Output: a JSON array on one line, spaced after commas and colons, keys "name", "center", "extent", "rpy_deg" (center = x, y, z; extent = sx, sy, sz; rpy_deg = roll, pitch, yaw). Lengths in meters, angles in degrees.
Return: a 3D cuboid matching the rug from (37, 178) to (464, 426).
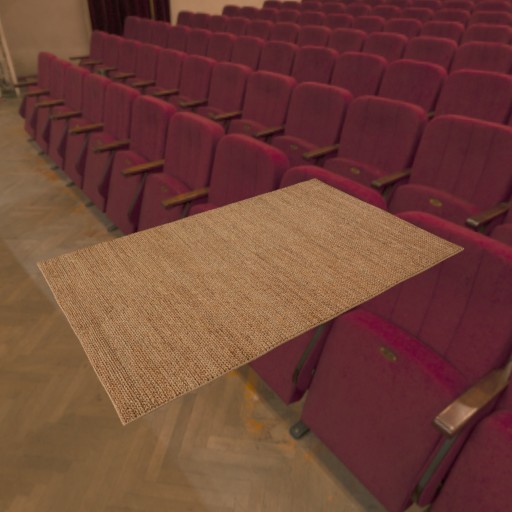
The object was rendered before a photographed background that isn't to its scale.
[{"name": "rug", "center": [0.000, 0.000, 2.971], "extent": [2.438, 0.034, 1.521], "rpy_deg": [-21, 38, -29]}]
